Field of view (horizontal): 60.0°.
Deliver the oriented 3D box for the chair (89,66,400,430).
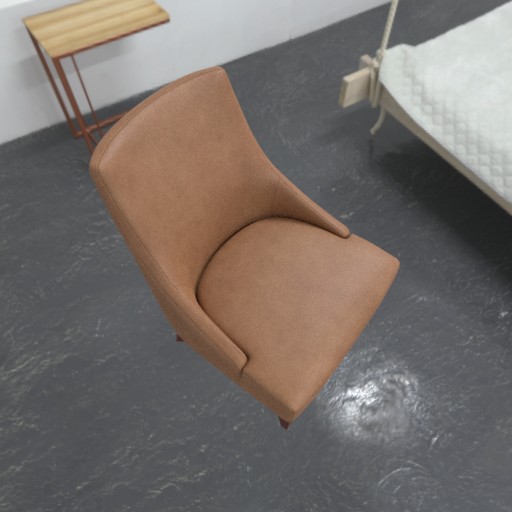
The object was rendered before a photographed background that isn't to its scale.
[{"bbox_3d":[0.000,0.000,1.548,0.861,0.909,0.701,33,64,19],"label":"chair"}]
